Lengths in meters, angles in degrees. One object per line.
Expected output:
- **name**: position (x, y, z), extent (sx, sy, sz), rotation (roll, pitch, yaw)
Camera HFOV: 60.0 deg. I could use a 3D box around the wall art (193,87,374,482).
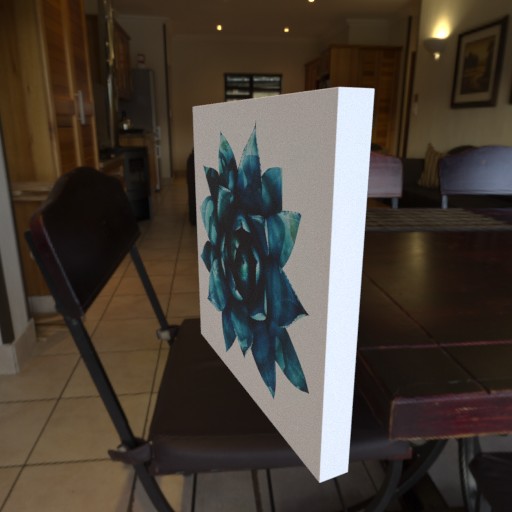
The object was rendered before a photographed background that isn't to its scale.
- **wall art**: position (0.000, 0.000, 0.613), extent (0.038, 0.406, 0.406), rotation (-7, 18, -24)
